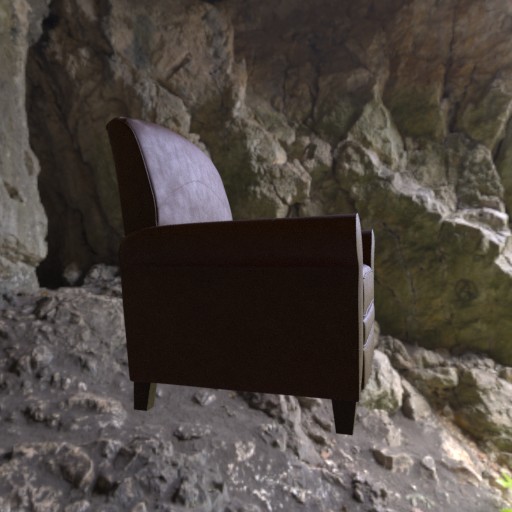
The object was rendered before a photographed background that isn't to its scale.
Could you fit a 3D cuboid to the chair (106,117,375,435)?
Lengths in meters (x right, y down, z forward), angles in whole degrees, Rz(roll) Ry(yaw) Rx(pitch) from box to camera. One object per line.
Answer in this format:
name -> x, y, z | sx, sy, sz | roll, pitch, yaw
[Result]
chair -> 0.000, 0.000, 1.769 | 0.902, 1.061, 0.978 | 0, 0, 18
